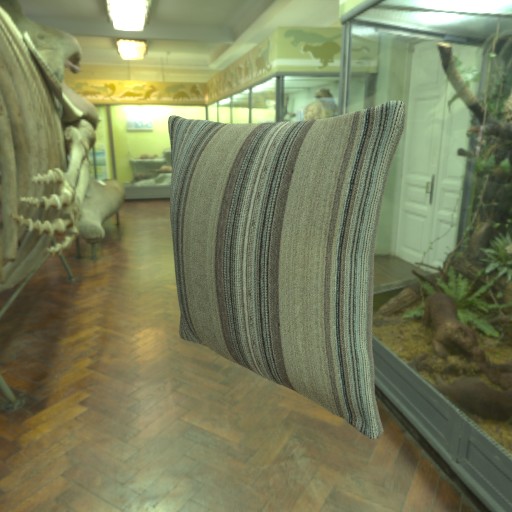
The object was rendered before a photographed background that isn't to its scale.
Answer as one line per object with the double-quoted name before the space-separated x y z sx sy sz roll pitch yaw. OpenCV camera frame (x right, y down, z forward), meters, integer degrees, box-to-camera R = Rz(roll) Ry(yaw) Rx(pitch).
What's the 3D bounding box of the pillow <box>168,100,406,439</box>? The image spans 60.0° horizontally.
"pillow" 0.000 0.000 0.659 0.189 0.416 0.435 -14 21 -43
